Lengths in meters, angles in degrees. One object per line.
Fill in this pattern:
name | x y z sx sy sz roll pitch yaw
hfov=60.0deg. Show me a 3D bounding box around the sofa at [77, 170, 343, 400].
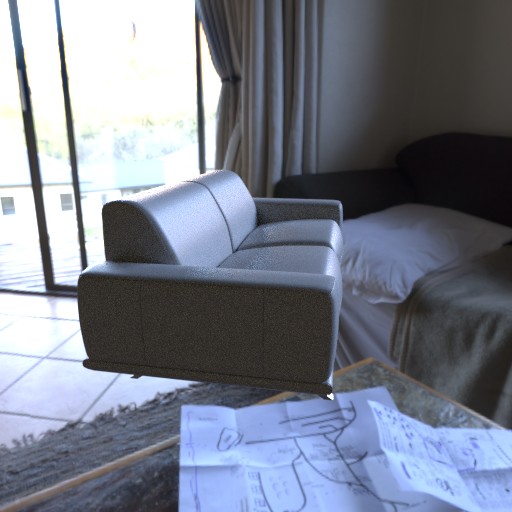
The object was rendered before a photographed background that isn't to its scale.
sofa | 0.000 0.000 2.324 0.900 0.772 1.901 3 16 11
